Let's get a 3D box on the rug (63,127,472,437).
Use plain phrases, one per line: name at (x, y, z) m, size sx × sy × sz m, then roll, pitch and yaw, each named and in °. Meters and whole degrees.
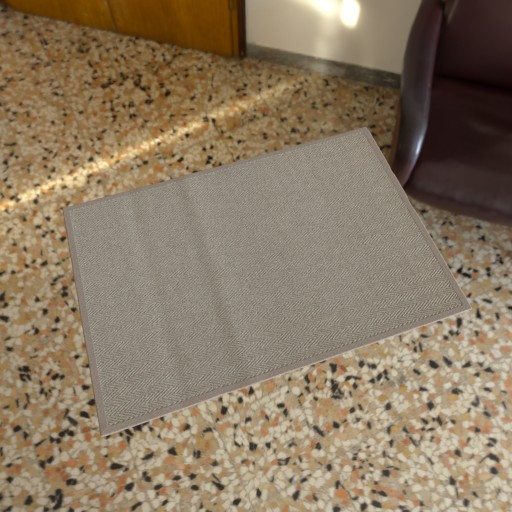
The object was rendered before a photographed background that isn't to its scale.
rug at (0.000, 0.000, 2.882) m, size 2.290 × 0.021 × 1.540 m, roll -17°, pitch 65°, yaw -8°
